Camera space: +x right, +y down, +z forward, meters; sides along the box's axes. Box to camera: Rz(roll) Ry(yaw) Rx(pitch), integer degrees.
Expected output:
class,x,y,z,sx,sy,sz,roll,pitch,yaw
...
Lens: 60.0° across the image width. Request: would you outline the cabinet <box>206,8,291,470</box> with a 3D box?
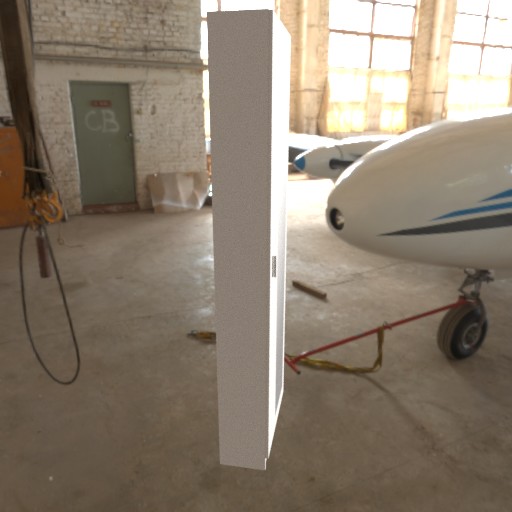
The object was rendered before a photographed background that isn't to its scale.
class,x,y,z,sx,sy,sz,roll,pitch,yaw
cabinet,0.000,0.000,1.908,0.230,1.790,0.500,3,18,10
